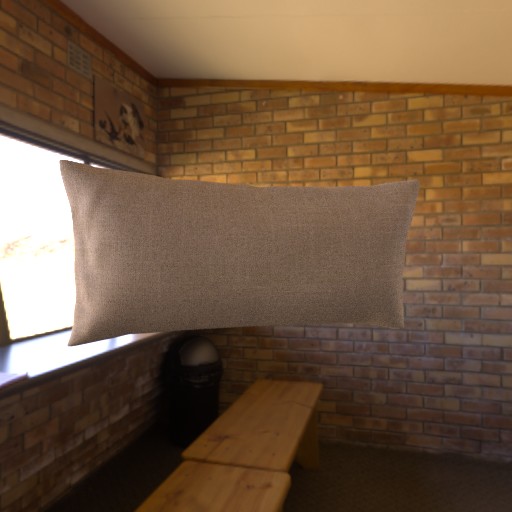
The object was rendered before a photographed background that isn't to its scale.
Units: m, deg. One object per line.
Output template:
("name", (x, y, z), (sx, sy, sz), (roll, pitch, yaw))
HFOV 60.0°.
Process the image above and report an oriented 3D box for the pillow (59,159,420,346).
("pillow", (0.000, 0.000, 0.755), (0.612, 0.282, 0.155), (0, 0, -16))
